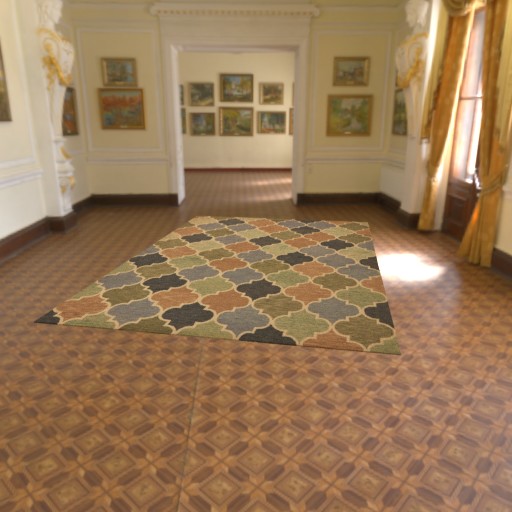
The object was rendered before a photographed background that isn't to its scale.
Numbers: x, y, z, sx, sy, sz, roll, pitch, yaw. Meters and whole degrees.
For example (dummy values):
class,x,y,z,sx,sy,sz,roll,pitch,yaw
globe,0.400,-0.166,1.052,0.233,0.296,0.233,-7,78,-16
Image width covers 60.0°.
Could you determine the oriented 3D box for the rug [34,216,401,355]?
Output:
class,x,y,z,sx,sy,sz,roll,pitch,yaw
rug,0.000,0.000,2.851,1.521,0.006,2.284,3,17,10
